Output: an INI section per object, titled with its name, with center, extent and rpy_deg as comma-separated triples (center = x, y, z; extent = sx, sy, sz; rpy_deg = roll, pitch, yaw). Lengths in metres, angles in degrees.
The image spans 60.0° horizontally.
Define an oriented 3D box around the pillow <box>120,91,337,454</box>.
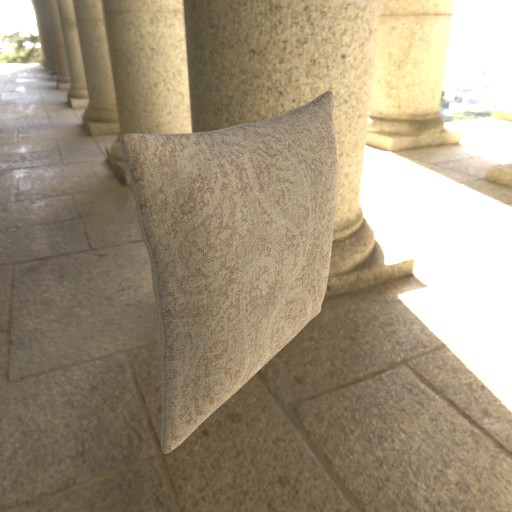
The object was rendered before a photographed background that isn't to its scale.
[pillow]
center = 0.000, 0.000, 0.793
extent = 0.166, 0.510, 0.523
rpy_deg = 18, 32, 31
